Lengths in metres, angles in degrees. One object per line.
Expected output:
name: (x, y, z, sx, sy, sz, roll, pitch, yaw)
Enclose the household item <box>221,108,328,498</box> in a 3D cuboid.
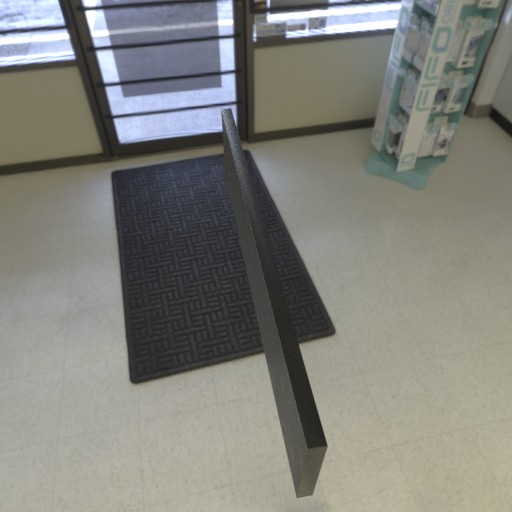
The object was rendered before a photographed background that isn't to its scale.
household item: (0.000, 0.000, 1.060, 0.030, 0.236, 1.001, -7, 47, -7)
